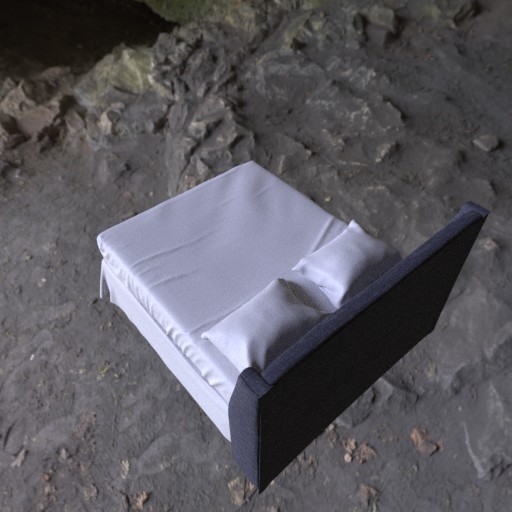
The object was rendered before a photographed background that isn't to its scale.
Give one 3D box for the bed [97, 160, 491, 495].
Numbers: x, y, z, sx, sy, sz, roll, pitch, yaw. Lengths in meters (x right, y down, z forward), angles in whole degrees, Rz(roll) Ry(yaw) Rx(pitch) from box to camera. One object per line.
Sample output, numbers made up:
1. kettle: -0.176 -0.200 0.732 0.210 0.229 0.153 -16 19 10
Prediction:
1. bed: 0.000 0.000 3.354 1.925 1.332 2.276 -31 53 -27
